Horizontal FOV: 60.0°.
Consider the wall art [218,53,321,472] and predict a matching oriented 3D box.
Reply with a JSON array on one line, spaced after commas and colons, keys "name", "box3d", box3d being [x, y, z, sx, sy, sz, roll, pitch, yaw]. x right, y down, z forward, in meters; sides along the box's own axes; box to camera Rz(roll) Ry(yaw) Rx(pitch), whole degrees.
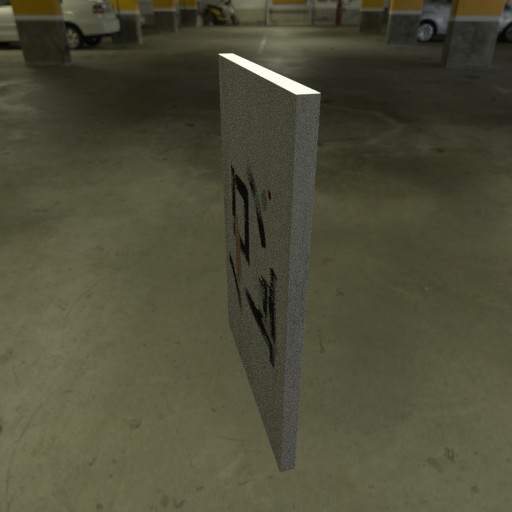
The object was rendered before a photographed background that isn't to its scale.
[{"name": "wall art", "box3d": [0.000, 0.000, 1.162, 0.043, 0.914, 0.624, -8, 31, -13]}]
